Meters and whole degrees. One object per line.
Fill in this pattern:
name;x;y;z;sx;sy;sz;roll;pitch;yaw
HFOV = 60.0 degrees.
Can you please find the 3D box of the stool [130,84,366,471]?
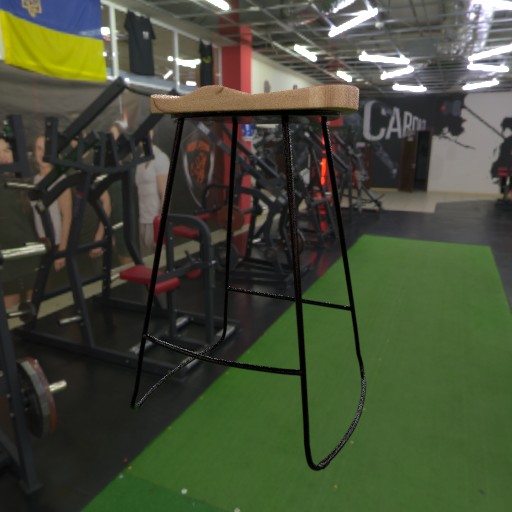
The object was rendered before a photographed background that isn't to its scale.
stool;0.000;0.000;0.953;0.480;0.679;0.401;7;16;25
